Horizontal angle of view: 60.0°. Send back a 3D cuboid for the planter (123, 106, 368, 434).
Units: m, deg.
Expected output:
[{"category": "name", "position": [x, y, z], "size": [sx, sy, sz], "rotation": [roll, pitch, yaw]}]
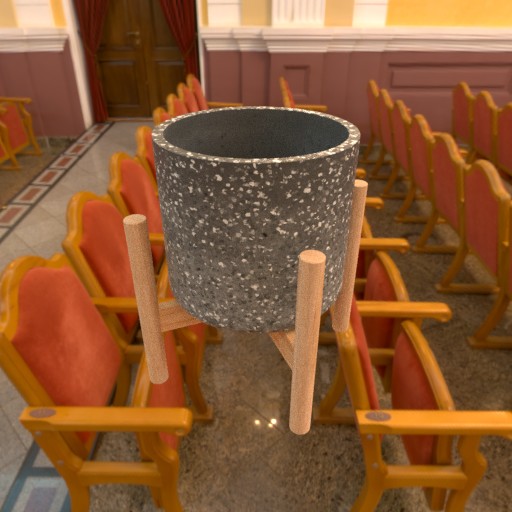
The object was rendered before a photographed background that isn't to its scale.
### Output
[{"category": "planter", "position": [0.000, 0.000, 0.562], "size": [0.284, 0.320, 0.284], "rotation": [0, 31, 1]}]
